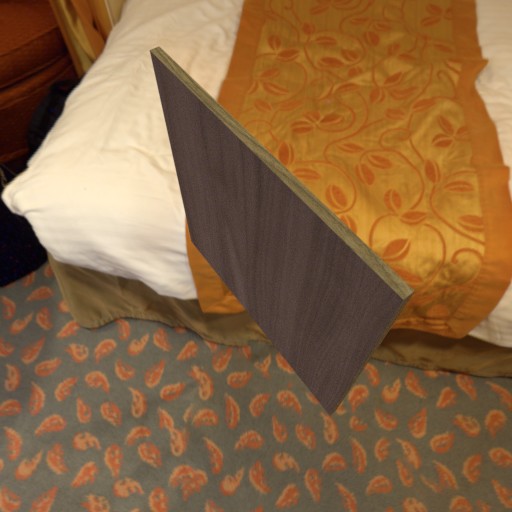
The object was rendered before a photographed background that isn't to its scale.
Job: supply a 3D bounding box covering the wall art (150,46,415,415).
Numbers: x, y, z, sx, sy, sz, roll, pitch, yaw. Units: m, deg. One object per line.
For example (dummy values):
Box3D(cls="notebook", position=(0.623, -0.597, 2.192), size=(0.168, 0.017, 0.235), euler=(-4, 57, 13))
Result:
Box3D(cls="wall art", position=(0.000, 0.000, 0.760), size=(0.016, 0.507, 0.508), euler=(-32, 63, -18))
